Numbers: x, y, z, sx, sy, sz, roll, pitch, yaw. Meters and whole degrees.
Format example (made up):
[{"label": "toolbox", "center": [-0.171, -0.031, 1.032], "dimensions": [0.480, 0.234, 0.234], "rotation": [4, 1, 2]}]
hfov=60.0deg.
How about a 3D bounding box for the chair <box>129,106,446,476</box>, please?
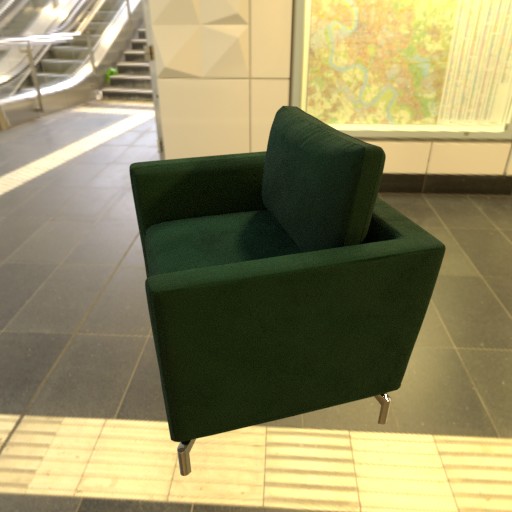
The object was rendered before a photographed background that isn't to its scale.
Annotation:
[{"label": "chair", "center": [0.000, 0.000, 1.717], "dimensions": [0.852, 0.997, 1.047], "rotation": [-8, 30, -14]}]
